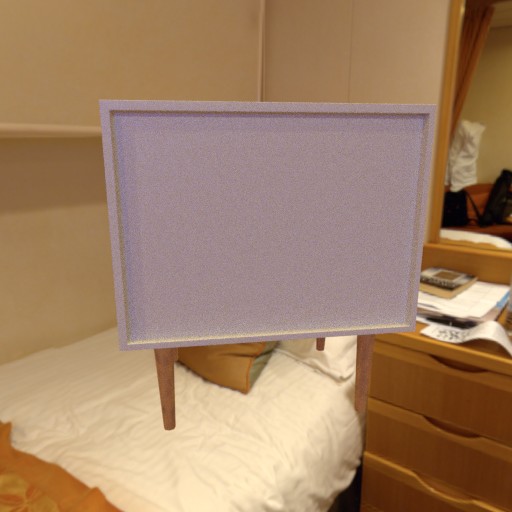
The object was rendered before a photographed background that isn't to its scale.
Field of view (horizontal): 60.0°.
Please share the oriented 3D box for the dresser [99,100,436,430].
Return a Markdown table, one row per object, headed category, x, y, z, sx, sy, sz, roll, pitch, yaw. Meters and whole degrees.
| category | x | y | z | sx | sy | sz | roll | pitch | yaw |
| --- | --- | --- | --- | --- | --- | --- | --- | --- | --- |
| dresser | 0.000 | 0.000 | 0.917 | 0.503 | 0.568 | 0.414 | -2 | 14 | -9 |
